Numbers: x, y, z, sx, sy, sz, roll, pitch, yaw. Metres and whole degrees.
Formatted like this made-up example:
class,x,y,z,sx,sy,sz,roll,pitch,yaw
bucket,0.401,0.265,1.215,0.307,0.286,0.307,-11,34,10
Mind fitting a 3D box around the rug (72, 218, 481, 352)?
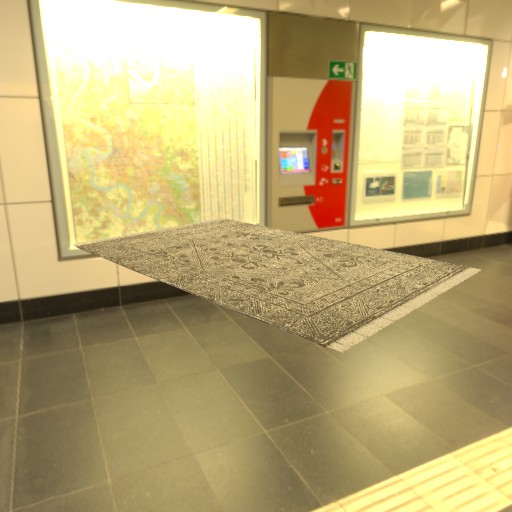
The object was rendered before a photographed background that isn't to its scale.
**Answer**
class,x,y,z,sx,sy,sz,roll,pitch,yaw
rug,0.000,0.000,3.047,2.440,0.010,1.529,15,21,43
